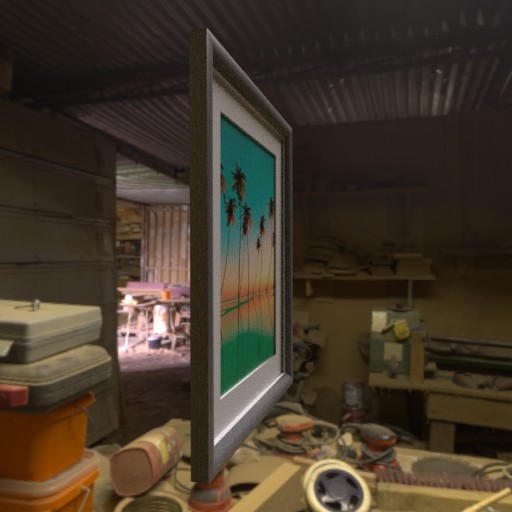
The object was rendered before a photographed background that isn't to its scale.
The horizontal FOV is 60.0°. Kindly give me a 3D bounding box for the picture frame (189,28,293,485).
[{"bbox_3d":[0.000,0.000,0.761,0.029,0.559,0.454,0,0,18],"label":"picture frame"}]
